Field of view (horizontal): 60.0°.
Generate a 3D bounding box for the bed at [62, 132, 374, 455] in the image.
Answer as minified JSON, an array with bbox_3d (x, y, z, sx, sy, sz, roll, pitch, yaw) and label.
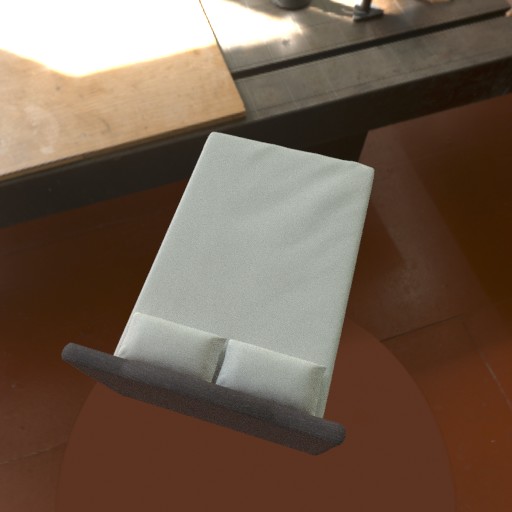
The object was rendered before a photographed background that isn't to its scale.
[{"bbox_3d":[0.000,0.000,3.561,1.741,1.441,2.507,15,65,7],"label":"bed"}]
